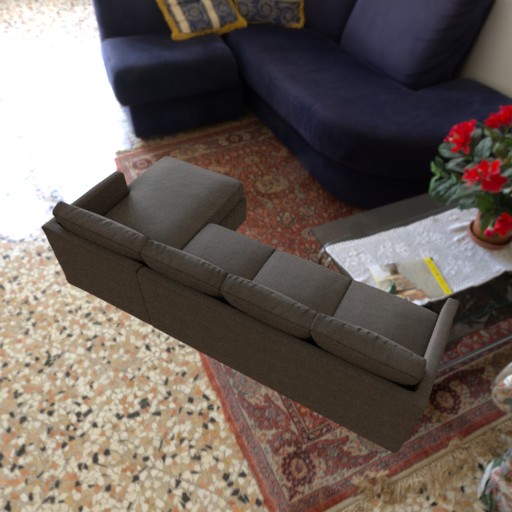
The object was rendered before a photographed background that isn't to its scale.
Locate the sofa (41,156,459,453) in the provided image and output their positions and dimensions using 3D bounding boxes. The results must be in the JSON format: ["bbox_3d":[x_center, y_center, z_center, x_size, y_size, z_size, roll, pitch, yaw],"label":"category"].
[{"bbox_3d":[0.000,0.000,3.791,3.205,0.922,1.650,22,50,20],"label":"sofa"}]
